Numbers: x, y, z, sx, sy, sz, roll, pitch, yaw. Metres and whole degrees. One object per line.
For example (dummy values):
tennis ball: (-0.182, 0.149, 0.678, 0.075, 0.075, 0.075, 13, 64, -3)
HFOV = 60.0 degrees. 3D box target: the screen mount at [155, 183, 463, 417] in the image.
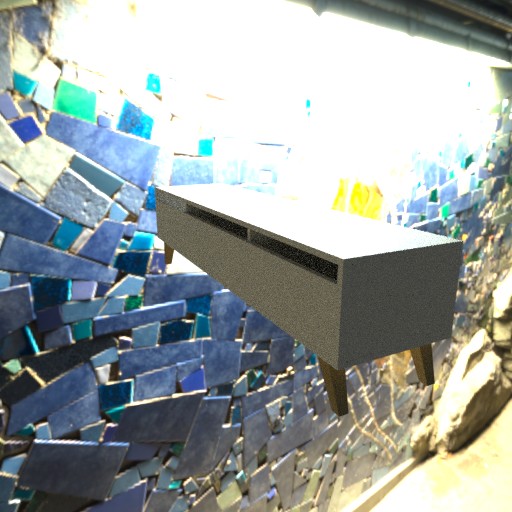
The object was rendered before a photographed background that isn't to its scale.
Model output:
screen mount: (0.000, 0.000, 1.856, 0.399, 0.432, 1.644, -8, 17, -26)
